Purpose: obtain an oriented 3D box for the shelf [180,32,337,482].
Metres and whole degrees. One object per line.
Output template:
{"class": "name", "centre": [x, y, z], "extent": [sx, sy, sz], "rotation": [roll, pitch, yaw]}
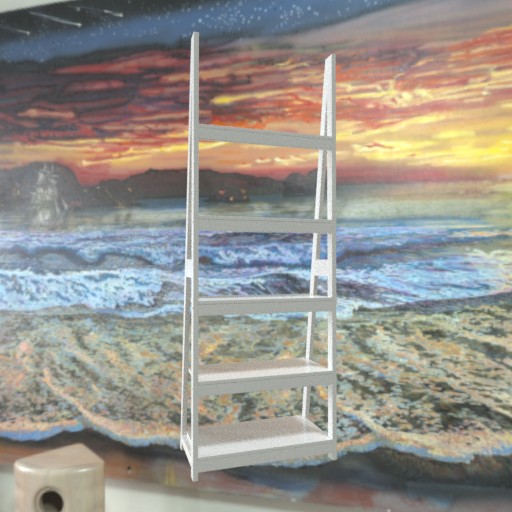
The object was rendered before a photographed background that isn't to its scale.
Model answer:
{"class": "shelf", "centre": [0.000, 0.000, 2.011], "extent": [0.636, 1.779, 0.341], "rotation": [0, -1, -18]}
